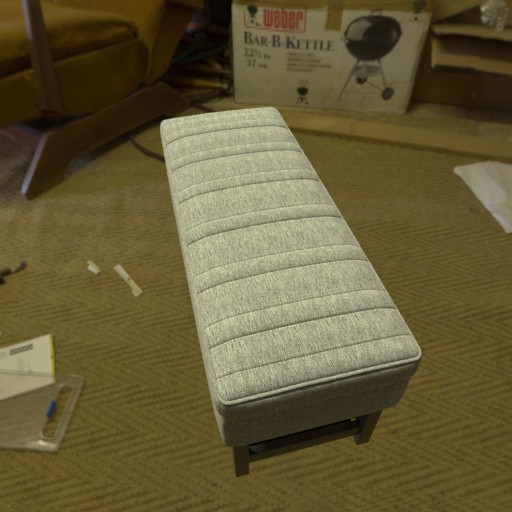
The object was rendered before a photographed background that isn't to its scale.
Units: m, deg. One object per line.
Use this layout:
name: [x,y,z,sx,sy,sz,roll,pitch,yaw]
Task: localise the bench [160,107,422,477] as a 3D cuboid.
bench: [0.000,0.000,1.334,0.429,0.470,1.100,-10,46,-10]
